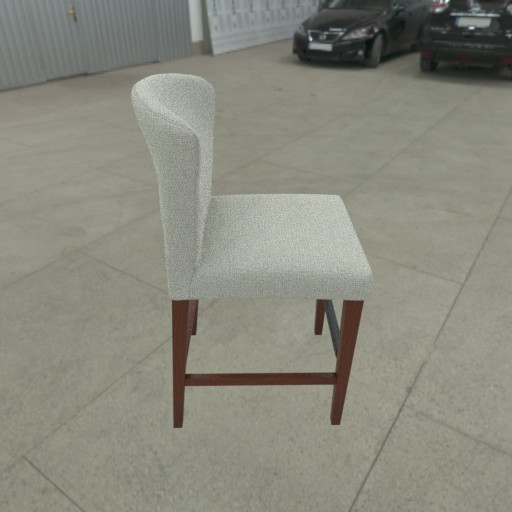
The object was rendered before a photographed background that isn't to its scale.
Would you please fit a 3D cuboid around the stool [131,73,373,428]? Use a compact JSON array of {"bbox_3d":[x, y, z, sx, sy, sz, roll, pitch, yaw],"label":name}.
[{"bbox_3d":[0.000,0.000,1.290,0.568,0.969,0.481,0,32,-1],"label":"stool"}]
